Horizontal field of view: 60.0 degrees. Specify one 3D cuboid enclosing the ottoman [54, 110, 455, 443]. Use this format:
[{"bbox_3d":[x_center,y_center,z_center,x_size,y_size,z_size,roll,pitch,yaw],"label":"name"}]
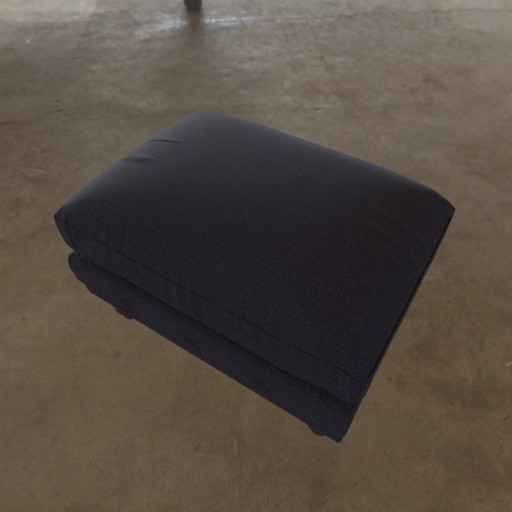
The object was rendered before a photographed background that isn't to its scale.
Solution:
[{"bbox_3d":[0.000,0.000,1.117,0.767,0.486,0.558,25,53,21],"label":"ottoman"}]
